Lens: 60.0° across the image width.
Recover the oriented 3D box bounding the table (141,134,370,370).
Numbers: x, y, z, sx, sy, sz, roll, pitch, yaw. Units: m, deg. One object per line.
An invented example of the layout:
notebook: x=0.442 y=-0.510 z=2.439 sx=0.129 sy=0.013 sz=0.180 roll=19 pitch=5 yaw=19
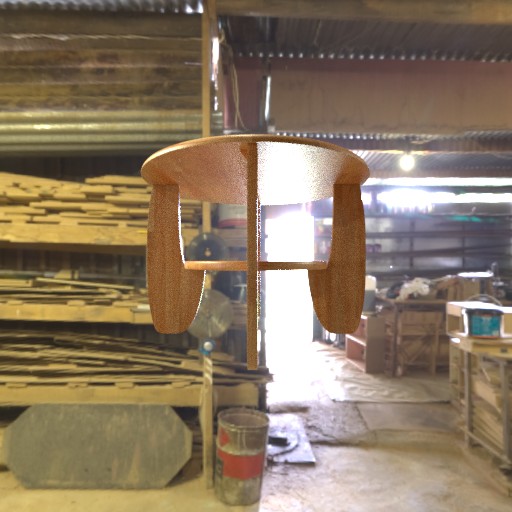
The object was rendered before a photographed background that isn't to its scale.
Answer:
table: x=0.000 y=0.000 z=1.407 sx=0.690 sy=0.490 sz=1.040 roll=0 pitch=-1 yaw=1
